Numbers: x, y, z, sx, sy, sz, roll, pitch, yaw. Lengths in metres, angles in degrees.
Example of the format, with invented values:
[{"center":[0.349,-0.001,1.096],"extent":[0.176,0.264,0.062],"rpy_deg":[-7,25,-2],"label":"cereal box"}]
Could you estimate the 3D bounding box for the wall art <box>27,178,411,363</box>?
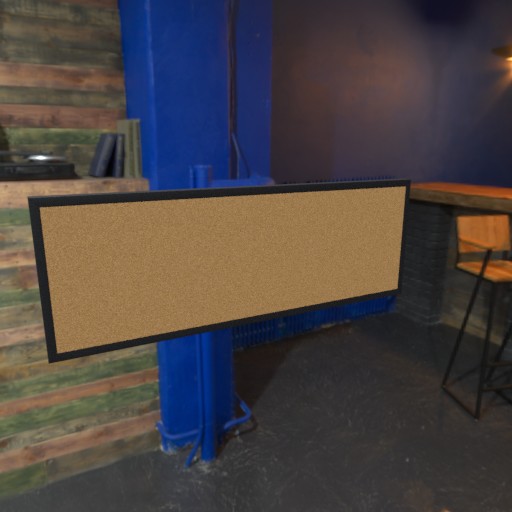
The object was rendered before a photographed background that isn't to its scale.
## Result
[{"center":[0.000,0.000,1.773],"extent":[1.572,0.554,0.041],"rpy_deg":[-7,16,-26],"label":"wall art"}]
